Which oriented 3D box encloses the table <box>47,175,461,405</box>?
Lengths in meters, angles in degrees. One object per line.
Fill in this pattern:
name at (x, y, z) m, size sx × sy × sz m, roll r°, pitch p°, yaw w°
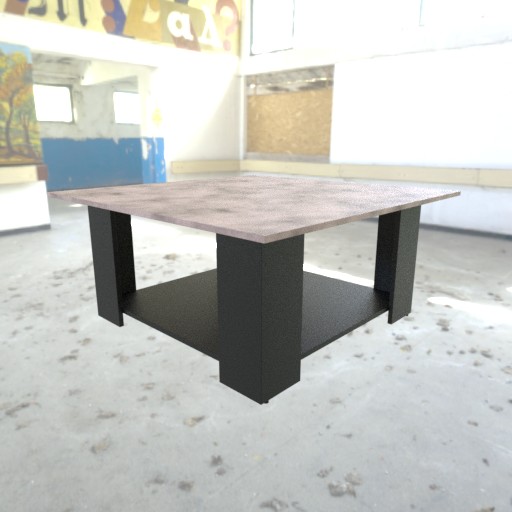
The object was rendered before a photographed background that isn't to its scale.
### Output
table at (0.000, 0.000, 1.053) m, size 0.670 × 0.305 × 0.670 m, roll 14°, pitch 20°, yaw 42°
